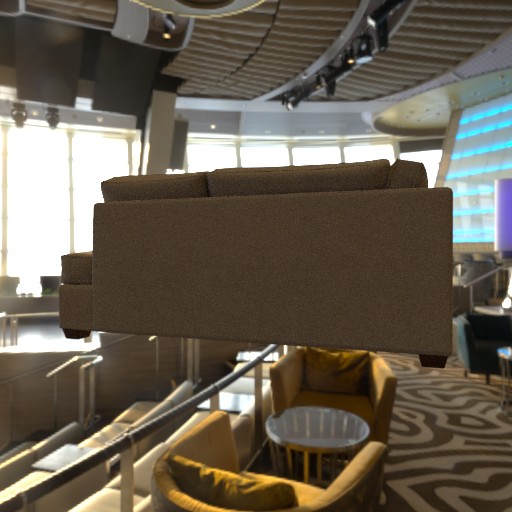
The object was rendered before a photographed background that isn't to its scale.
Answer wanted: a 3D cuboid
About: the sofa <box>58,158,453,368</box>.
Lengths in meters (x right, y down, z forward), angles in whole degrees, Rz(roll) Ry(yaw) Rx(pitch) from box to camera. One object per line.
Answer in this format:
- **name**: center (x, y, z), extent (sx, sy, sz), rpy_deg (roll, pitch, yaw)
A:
- **sofa**: center (0.000, 0.000, 2.853), extent (2.238, 1.019, 1.110), rpy_deg (0, 0, 19)
